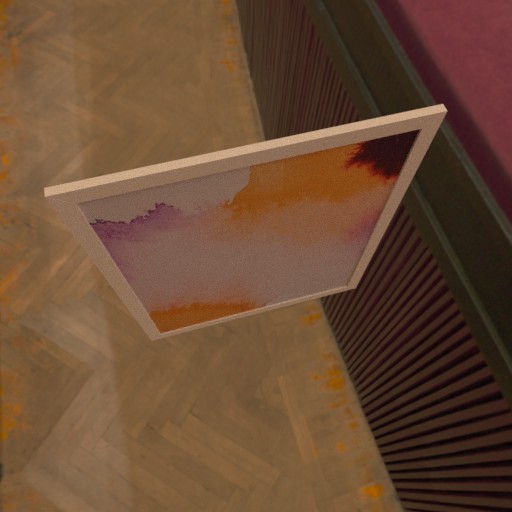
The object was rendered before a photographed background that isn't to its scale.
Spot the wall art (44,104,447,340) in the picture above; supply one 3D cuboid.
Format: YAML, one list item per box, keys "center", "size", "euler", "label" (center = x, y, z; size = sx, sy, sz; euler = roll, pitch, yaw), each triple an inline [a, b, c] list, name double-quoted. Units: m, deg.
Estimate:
- center: [0.000, 0.000, 0.763]
  size: [0.482, 0.557, 0.012]
  euler: [-14, 64, -7]
  label: "wall art"
